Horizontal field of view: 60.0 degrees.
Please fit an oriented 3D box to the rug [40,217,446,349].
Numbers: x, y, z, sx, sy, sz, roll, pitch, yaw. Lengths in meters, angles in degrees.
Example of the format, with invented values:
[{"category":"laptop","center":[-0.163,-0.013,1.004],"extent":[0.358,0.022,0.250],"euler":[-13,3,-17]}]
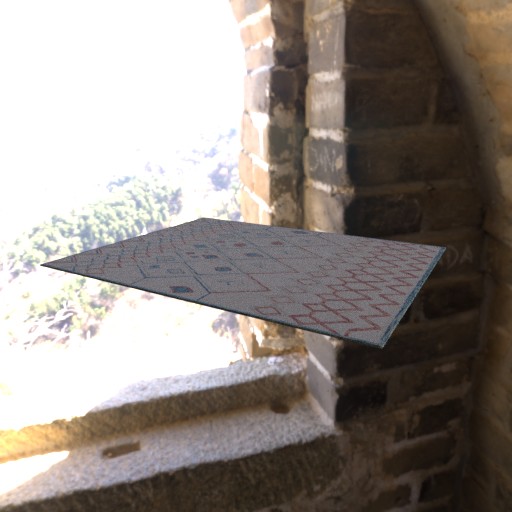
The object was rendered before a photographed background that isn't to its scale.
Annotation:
[{"category":"rug","center":[0.000,0.000,4.224],"extent":[3.050,0.016,2.441],"euler":[9,19,29]}]
